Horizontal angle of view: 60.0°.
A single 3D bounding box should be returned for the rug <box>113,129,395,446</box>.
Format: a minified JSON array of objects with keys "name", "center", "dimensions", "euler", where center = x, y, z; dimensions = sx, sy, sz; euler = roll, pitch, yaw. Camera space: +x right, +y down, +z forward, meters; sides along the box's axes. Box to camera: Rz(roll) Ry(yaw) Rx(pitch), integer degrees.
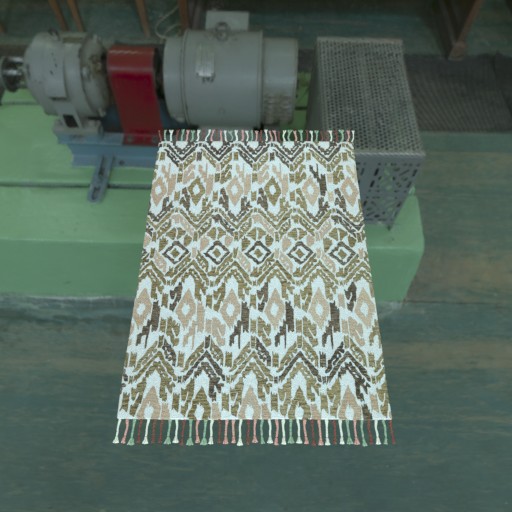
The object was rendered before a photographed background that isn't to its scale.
[{"name":"rug","center":[0.000,0.000,2.306],"dimensions":[1.219,0.008,1.829],"euler":[0,60,0]}]
